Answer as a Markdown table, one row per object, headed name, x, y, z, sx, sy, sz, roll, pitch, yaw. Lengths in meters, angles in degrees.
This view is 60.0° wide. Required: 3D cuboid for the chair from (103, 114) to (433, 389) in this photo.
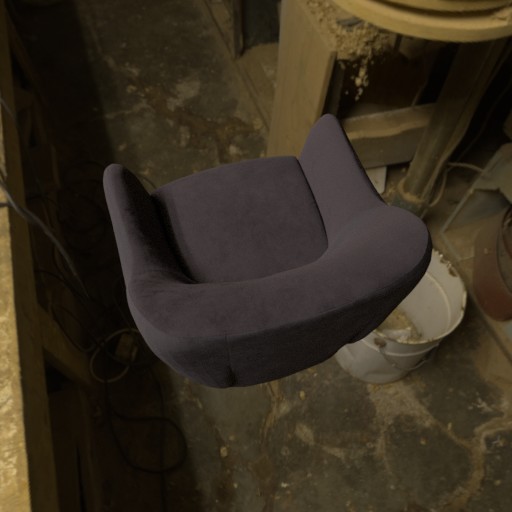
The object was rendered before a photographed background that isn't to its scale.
| name | x | y | z | sx | sy | sz | roll | pitch | yaw |
| --- | --- | --- | --- | --- | --- | --- | --- | --- | --- |
| chair | 0.000 | 0.000 | 1.504 | 0.840 | 0.807 | 0.819 | -16 | 60 | -9 |
